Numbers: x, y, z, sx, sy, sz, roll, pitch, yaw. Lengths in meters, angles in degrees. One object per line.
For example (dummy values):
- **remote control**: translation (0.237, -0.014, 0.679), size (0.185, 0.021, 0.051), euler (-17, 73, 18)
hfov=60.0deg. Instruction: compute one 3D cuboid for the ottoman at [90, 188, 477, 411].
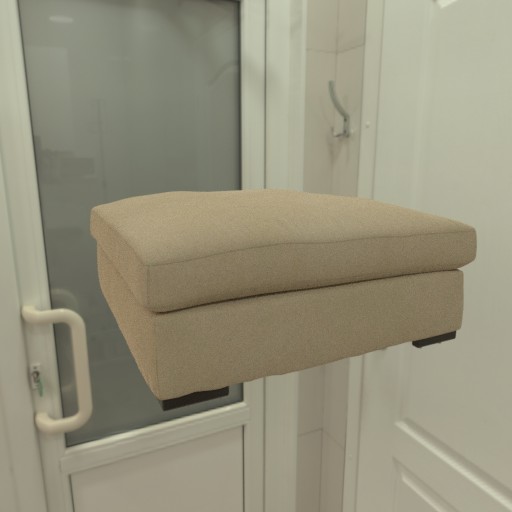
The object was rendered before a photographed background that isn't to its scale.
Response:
- **ottoman**: translation (0.000, 0.000, 1.854), size (1.190, 0.522, 1.205), euler (-6, 14, -25)
